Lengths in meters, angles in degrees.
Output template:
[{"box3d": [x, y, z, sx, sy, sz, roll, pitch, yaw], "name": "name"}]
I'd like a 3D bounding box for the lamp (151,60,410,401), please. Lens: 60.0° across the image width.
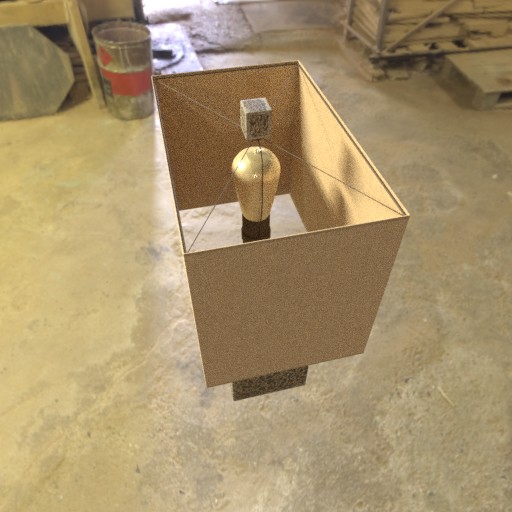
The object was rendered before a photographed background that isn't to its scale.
[{"box3d": [0.000, 0.000, 0.562, 0.180, 0.411, 0.294, -10, 48, -9], "name": "lamp"}]
